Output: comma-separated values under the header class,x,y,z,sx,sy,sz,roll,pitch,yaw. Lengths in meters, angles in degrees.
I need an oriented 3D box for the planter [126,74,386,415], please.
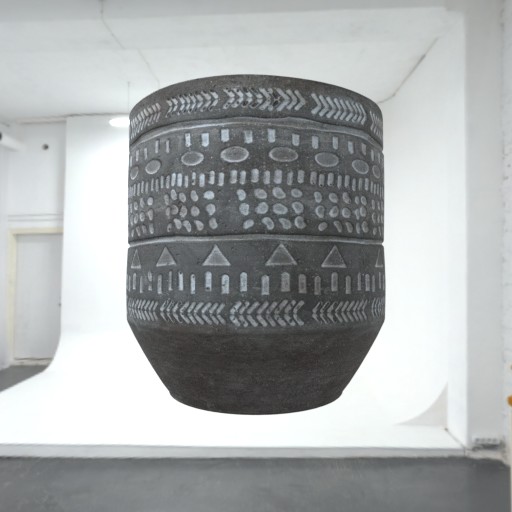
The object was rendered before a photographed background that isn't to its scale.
class,x,y,z,sx,sy,sz,roll,pitch,yaw
planter,0.000,0.000,0.254,0.142,0.149,0.142,0,-2,0
